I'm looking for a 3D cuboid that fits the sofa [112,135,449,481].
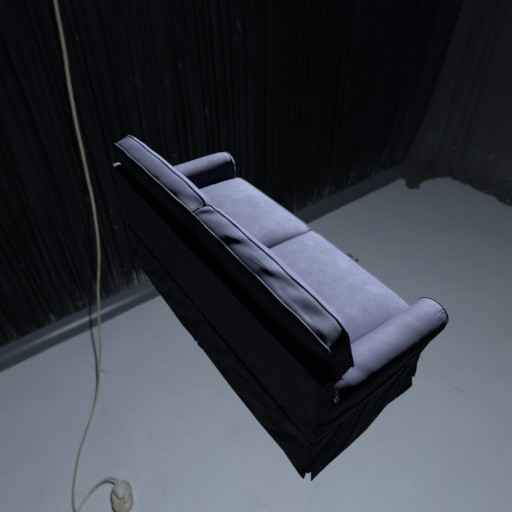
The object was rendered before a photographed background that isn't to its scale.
[{"bbox_3d":[0.000,0.000,2.855,0.983,1.094,2.256,-25,47,-26],"label":"sofa"}]
